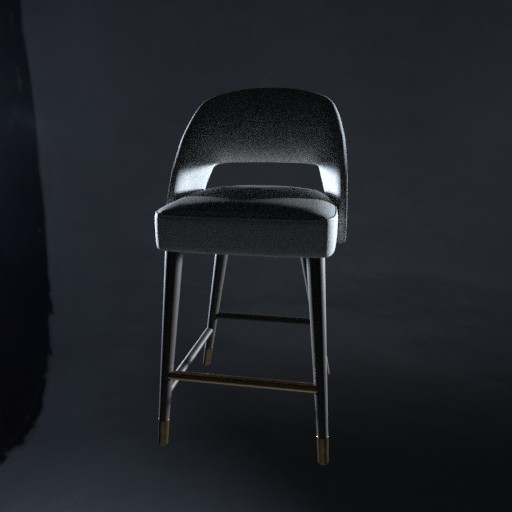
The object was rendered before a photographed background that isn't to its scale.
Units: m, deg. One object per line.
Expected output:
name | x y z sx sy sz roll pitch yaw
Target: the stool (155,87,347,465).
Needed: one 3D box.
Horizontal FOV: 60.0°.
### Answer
stool | 0.000 0.000 1.264 0.494 0.940 0.509 3 16 9
